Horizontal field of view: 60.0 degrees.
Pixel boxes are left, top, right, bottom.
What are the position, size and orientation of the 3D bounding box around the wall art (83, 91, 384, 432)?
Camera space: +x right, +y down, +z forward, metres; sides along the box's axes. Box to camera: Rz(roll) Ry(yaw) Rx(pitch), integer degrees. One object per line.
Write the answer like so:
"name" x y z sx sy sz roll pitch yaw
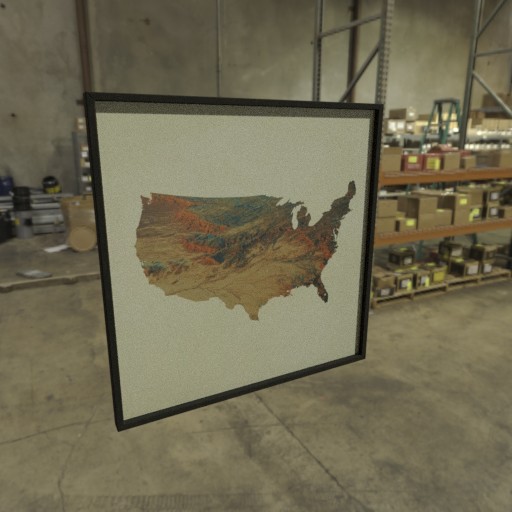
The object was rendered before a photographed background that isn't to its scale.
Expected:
"wall art" 0.000 0.000 1.140 0.762 0.762 0.038 -8 17 -27
